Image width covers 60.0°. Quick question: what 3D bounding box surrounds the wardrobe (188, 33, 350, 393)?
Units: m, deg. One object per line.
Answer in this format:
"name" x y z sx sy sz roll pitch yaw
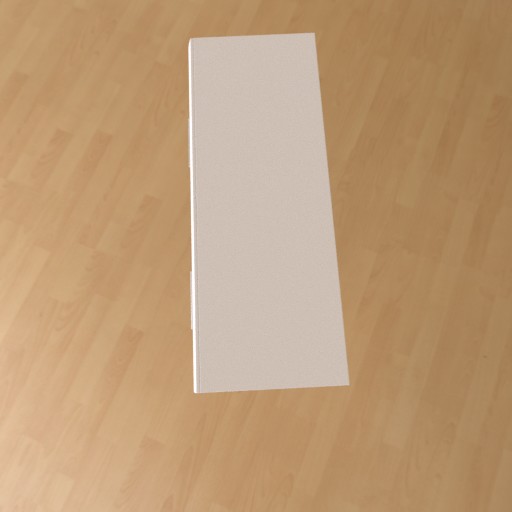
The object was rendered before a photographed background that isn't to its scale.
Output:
"wardrobe" 0.000 0.000 1.644 0.360 1.200 0.900 -3 76 -1
